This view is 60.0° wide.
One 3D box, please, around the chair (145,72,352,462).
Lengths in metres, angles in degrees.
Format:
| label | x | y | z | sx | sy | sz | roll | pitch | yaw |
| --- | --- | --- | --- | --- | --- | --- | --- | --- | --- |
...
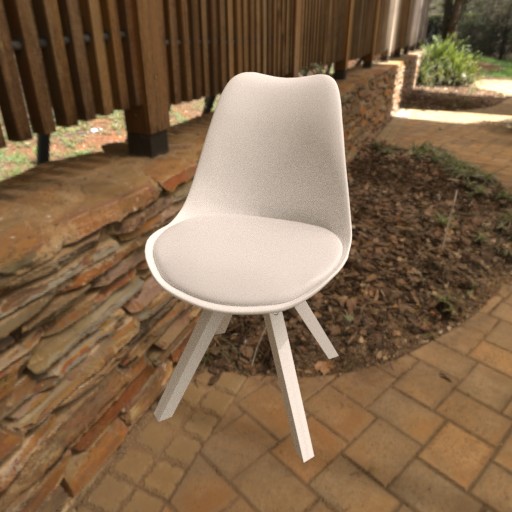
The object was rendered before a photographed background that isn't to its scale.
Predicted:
| label | x | y | z | sx | sy | sz | roll | pitch | yaw |
| --- | --- | --- | --- | --- | --- | --- | --- | --- | --- |
| chair | 0.000 | 0.000 | 1.167 | 0.485 | 0.850 | 0.550 | 9 | 29 | 16 |
